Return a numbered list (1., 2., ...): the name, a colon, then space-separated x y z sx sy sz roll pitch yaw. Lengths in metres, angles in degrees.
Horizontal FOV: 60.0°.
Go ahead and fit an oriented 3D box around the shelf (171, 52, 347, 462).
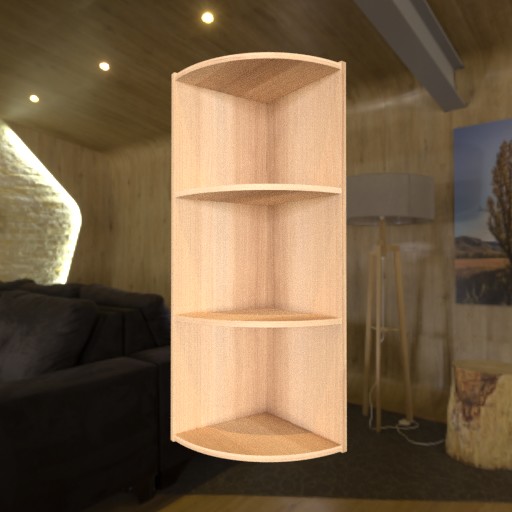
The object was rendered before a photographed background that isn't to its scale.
1. shelf: 0.000 0.000 1.026 0.290 0.872 0.290 0 -1 -36
